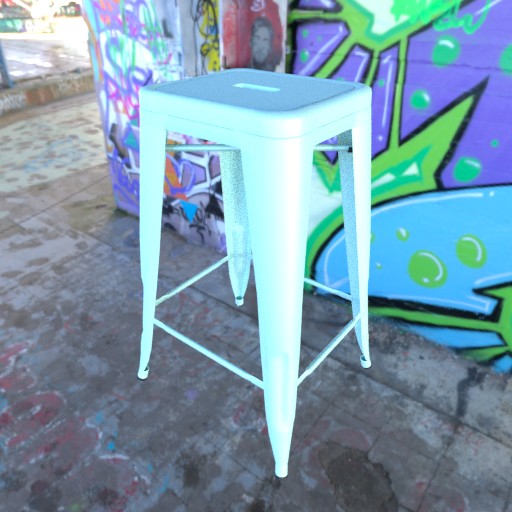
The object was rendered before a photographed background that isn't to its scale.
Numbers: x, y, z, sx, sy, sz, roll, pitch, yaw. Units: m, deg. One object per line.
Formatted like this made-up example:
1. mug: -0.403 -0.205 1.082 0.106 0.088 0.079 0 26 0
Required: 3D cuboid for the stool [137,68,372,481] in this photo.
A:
1. stool: 0.000 0.000 0.835 0.399 0.609 0.359 22 38 31
